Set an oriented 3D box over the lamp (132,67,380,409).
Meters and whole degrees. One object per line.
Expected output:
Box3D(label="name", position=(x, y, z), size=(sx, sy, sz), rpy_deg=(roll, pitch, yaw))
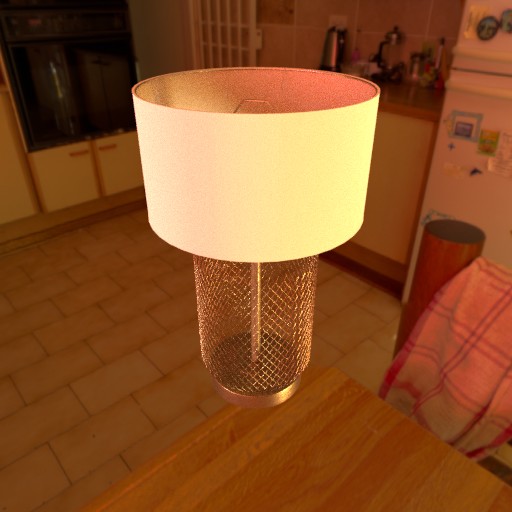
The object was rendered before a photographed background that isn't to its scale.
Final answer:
Box3D(label="lamp", position=(0.000, 0.000, 0.792), size=(0.353, 0.578, 0.353), rpy_deg=(0, 31, 0))
